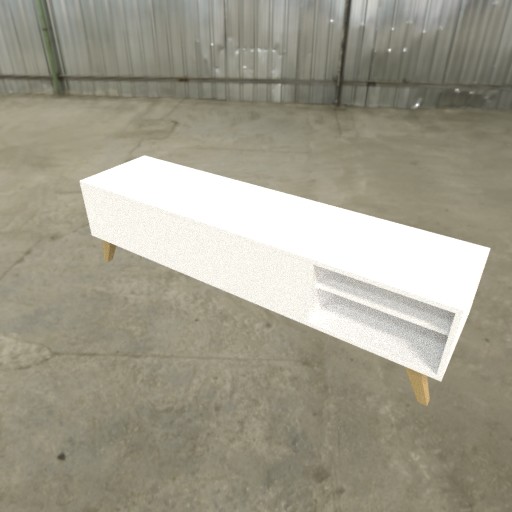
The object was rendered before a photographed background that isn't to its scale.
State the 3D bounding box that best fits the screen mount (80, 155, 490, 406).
[{"bbox_3d":[0.000,0.000,1.862,1.644,0.432,0.399,20,37,28],"label":"screen mount"}]
